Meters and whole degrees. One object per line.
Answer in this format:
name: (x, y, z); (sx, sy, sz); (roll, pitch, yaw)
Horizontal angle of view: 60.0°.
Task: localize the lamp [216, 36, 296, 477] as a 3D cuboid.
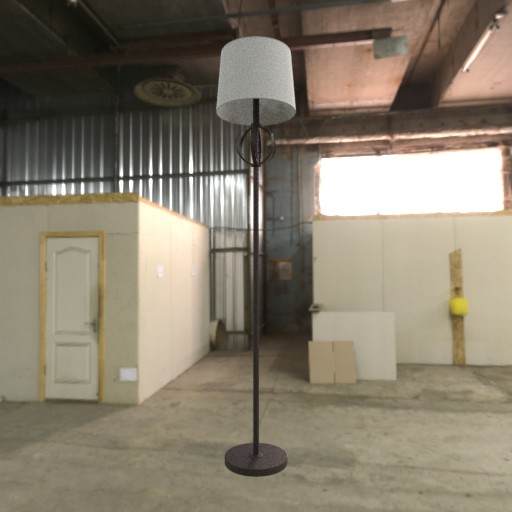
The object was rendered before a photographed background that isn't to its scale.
lamp: (0.000, 0.000, 1.590); (0.286, 1.462, 0.286); (-1, -2, 37)
